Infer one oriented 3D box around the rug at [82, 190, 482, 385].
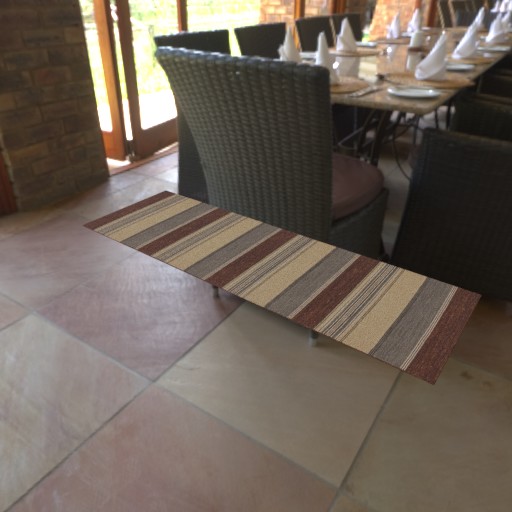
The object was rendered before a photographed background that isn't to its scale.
[{"bbox_3d":[0.000,0.000,2.737,2.437,0.006,0.792,21,37,31],"label":"rug"}]
